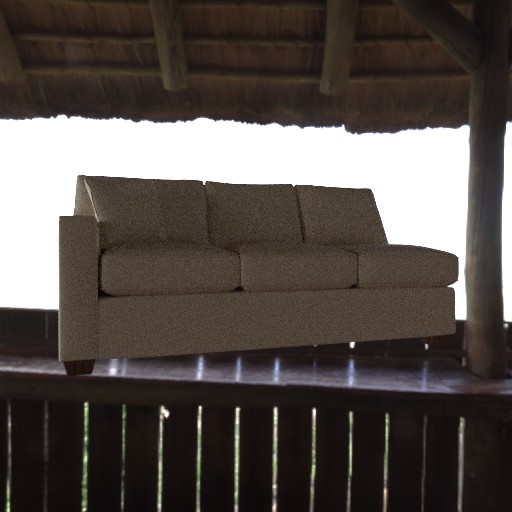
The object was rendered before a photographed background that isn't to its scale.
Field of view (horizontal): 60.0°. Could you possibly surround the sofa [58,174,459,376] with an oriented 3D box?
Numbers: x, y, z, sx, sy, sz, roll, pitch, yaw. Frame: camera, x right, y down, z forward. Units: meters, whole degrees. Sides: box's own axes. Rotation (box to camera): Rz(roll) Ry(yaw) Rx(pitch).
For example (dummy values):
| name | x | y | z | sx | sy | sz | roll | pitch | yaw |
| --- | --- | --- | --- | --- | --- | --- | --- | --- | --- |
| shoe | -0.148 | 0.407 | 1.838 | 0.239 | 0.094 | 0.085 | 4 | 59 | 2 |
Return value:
| name | x | y | z | sx | sy | sz | roll | pitch | yaw |
| --- | --- | --- | --- | --- | --- | --- | --- | --- | --- |
| sofa | 0.000 | 0.000 | 2.496 | 1.962 | 0.946 | 1.034 | 0 | 1 | -18 |
